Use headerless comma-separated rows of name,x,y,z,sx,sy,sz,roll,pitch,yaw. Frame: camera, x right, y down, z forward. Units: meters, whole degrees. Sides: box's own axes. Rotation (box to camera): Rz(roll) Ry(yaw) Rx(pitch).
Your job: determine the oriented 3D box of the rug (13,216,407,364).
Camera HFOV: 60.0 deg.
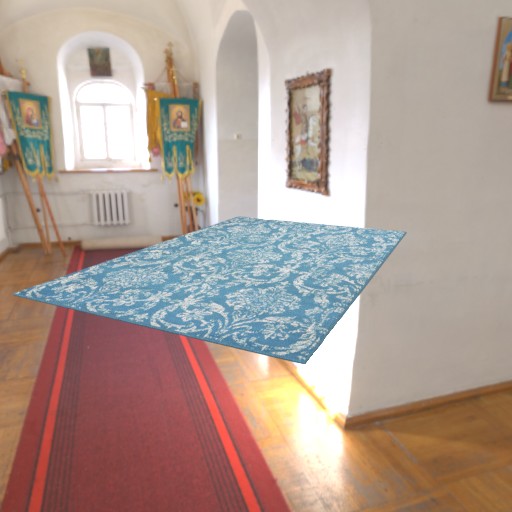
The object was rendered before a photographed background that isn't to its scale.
rug,0.000,0.000,3.384,1.816,0.018,2.746,8,17,25
